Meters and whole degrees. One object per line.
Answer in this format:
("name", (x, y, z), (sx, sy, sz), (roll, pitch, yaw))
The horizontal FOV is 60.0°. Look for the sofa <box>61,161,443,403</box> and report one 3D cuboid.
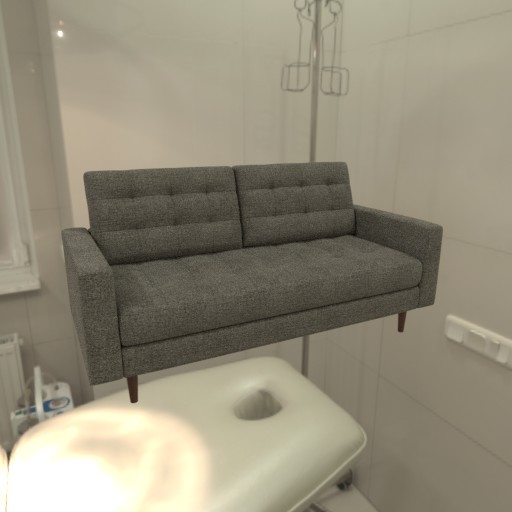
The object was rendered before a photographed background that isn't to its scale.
("sofa", (0.000, 0.000, 2.346), (1.821, 0.902, 0.863), (-8, 18, -26))
